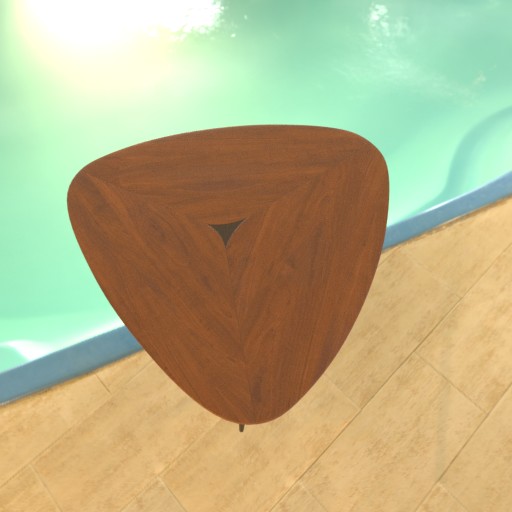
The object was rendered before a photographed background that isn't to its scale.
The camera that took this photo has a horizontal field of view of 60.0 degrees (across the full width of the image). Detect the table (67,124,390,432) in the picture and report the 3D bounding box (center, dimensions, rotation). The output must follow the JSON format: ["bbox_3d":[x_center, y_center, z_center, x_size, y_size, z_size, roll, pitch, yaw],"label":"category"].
[{"bbox_3d":[0.000,0.000,1.298,0.821,0.413,0.833,-33,65,-18],"label":"table"}]
